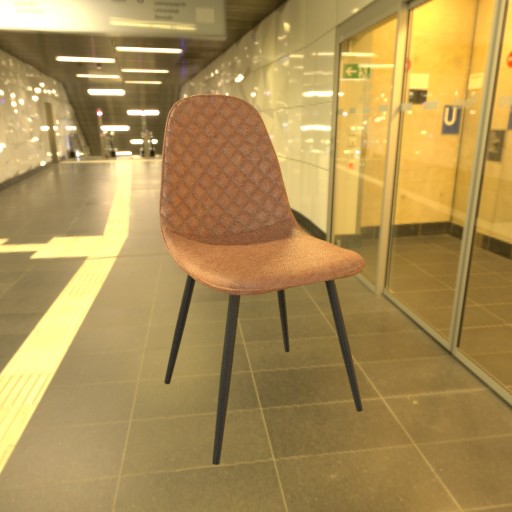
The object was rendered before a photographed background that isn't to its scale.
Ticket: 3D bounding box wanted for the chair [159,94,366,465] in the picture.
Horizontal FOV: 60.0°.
[{"bbox_3d":[0.000,0.000,1.251,0.472,0.889,0.561,-8,18,-27],"label":"chair"}]
